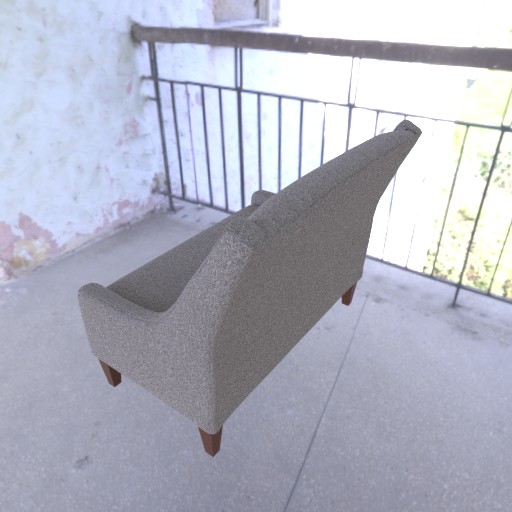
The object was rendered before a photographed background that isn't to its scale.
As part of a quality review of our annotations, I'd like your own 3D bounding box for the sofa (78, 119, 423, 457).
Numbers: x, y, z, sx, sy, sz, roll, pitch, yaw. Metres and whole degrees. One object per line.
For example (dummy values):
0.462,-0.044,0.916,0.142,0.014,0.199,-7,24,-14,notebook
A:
0.000,0.000,1.908,0.862,1.026,1.242,21,37,30,sofa
